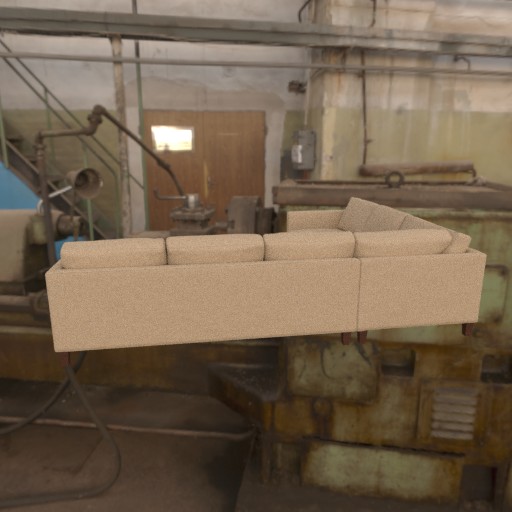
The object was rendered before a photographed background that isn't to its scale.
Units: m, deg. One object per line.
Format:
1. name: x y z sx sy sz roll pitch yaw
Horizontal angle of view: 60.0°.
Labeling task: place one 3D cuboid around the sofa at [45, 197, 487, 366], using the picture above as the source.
1. sofa: 0.000 0.000 4.321 3.182 0.863 2.432 -2 14 -9
